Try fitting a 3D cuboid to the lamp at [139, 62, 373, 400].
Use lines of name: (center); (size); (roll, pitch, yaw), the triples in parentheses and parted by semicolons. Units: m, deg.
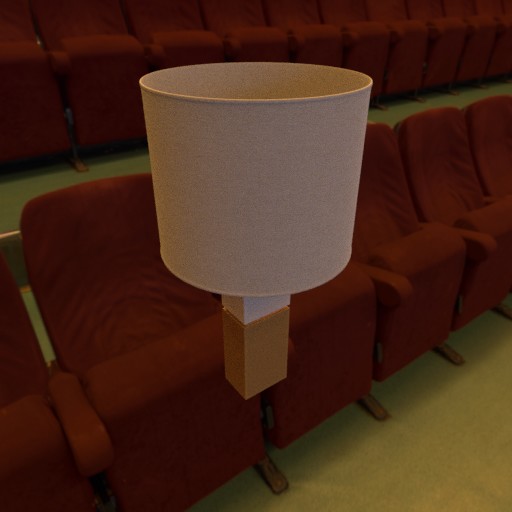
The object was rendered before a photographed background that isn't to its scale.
lamp: (0.000, 0.000, 0.551); (0.229, 0.417, 0.229); (-20, 36, -30)
